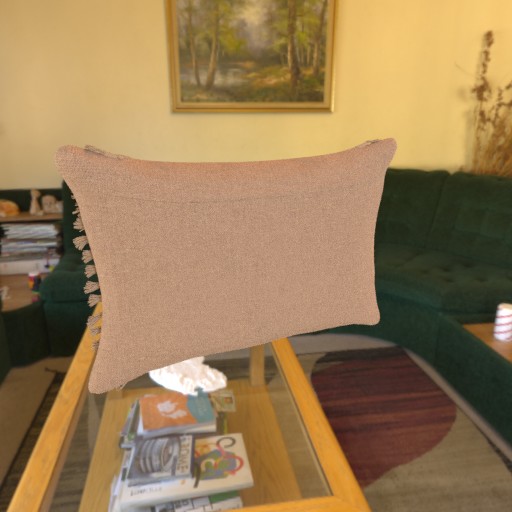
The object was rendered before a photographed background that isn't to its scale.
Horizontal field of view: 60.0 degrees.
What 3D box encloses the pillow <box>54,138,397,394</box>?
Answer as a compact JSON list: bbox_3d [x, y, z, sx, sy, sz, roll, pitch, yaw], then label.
[{"bbox_3d":[0.000,0.000,0.600,0.466,0.305,0.084,-9,20,-25],"label":"pillow"}]
